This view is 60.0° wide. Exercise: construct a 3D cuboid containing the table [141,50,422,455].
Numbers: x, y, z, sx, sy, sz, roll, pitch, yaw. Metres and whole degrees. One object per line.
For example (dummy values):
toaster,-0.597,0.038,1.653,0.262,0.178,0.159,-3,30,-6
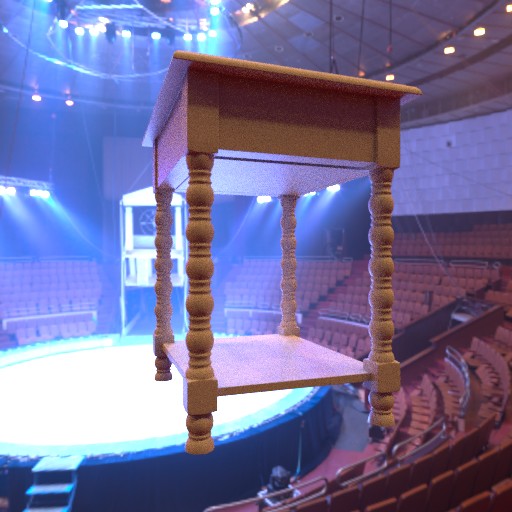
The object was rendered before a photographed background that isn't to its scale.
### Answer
table,0.000,0.000,0.832,0.381,0.531,0.460,0,0,-19
